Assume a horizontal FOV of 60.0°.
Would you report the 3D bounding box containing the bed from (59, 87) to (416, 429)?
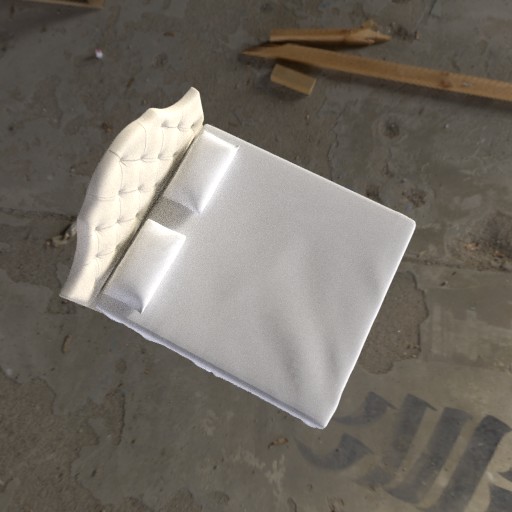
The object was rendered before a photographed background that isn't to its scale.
[{"bbox_3d":[0.000,0.000,3.552,2.214,1.615,2.008,27,77,7],"label":"bed"}]
